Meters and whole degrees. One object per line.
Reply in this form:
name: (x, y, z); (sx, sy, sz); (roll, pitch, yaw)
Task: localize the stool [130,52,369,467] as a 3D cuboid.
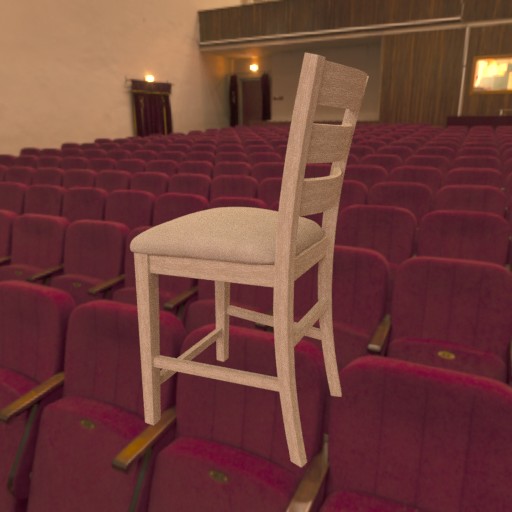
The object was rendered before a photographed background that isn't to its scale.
stool: (0.000, 0.000, 1.321); (0.569, 1.032, 0.484); (8, 18, 25)
